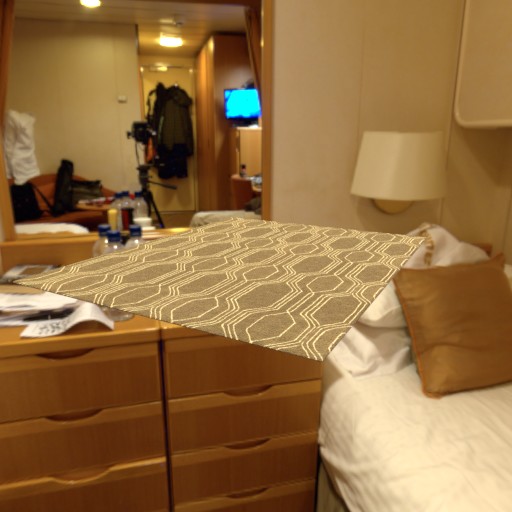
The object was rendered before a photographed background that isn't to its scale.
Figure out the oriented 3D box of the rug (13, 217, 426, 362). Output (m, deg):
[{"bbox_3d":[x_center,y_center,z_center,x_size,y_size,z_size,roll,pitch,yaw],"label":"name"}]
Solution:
[{"bbox_3d":[0.000,0.000,4.018,2.457,0.012,3.062,8,17,28],"label":"rug"}]
